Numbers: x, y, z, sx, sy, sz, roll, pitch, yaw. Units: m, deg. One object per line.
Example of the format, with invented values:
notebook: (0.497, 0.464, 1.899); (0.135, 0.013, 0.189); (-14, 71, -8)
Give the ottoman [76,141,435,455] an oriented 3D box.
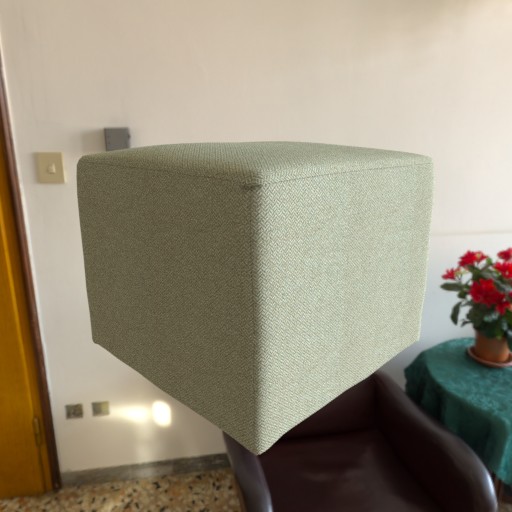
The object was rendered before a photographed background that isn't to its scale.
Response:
ottoman: (0.000, 0.000, 0.910); (0.512, 0.453, 0.521); (15, 21, 43)
